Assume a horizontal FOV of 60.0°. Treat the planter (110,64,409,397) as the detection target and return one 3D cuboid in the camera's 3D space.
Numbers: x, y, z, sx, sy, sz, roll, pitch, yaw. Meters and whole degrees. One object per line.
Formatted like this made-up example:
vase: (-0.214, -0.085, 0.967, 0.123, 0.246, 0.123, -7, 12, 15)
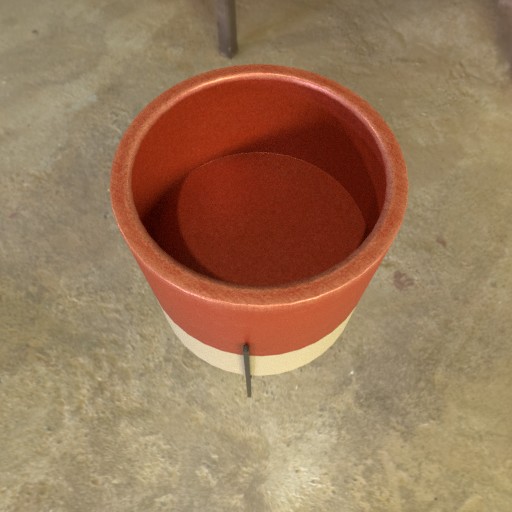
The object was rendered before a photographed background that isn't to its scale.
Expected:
planter: (0.000, 0.000, 0.716, 0.354, 0.465, 0.345, 32, 68, 15)
